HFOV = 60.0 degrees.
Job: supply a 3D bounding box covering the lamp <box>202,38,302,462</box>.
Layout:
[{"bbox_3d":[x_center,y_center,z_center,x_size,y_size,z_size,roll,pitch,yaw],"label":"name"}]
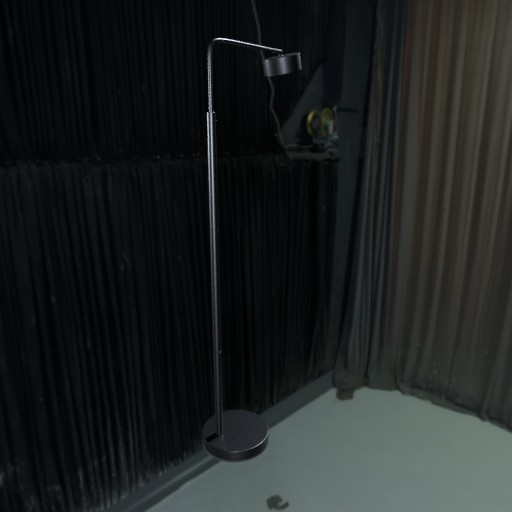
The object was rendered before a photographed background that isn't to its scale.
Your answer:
[{"bbox_3d":[0.000,0.000,1.389,0.219,1.230,0.418,14,20,41],"label":"lamp"}]
